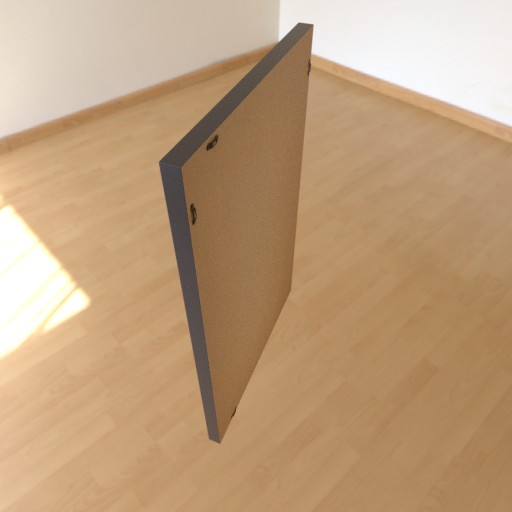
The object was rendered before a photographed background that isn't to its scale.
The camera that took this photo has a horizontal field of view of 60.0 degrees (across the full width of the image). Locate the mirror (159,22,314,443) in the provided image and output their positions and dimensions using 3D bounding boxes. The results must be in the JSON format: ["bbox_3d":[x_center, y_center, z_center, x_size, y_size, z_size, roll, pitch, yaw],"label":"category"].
[{"bbox_3d":[0.000,0.000,1.121,0.040,0.915,0.609,16,47,15],"label":"mirror"}]
